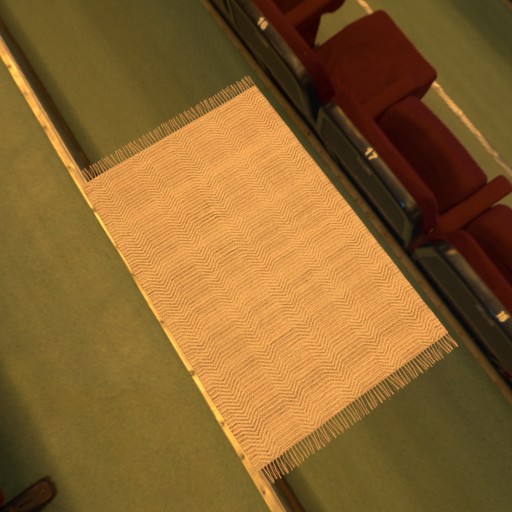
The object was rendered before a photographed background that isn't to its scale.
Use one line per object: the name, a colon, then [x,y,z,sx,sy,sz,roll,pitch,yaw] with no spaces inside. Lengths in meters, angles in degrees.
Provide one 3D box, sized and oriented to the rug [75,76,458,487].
rug: [0.000,0.000,2.459,1.224,0.027,2.021,-33,77,-9]
